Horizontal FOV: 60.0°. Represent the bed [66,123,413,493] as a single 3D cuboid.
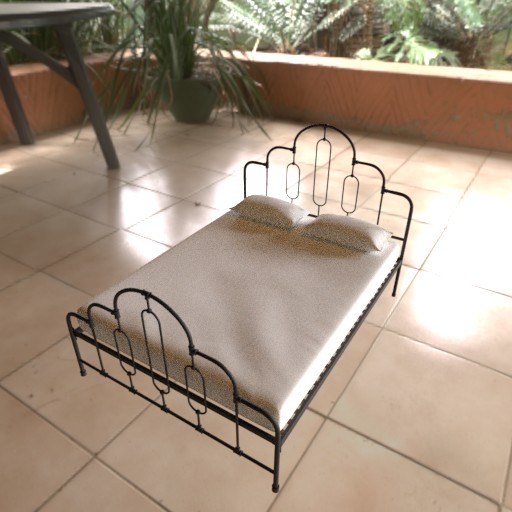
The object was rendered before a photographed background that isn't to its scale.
[{"bbox_3d":[0.000,0.000,3.223,1.640,1.429,2.163,18,36,27],"label":"bed"}]
